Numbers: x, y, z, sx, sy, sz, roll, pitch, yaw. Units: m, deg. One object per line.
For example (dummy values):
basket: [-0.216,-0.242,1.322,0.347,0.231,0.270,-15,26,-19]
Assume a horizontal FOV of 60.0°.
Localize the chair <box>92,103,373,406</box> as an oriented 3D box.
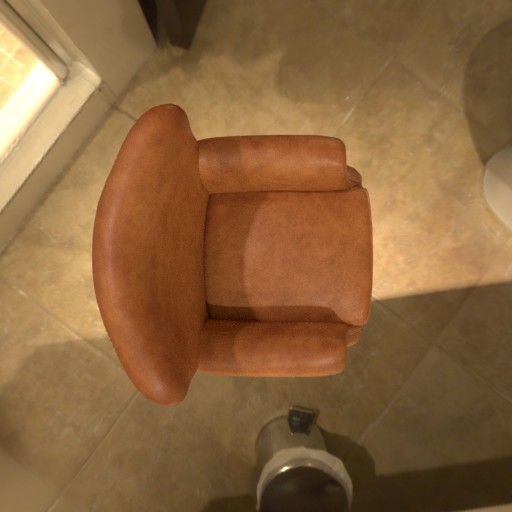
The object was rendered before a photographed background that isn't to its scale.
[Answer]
chair: [0.000,0.000,1.672,0.921,0.936,0.861,0,89,0]
